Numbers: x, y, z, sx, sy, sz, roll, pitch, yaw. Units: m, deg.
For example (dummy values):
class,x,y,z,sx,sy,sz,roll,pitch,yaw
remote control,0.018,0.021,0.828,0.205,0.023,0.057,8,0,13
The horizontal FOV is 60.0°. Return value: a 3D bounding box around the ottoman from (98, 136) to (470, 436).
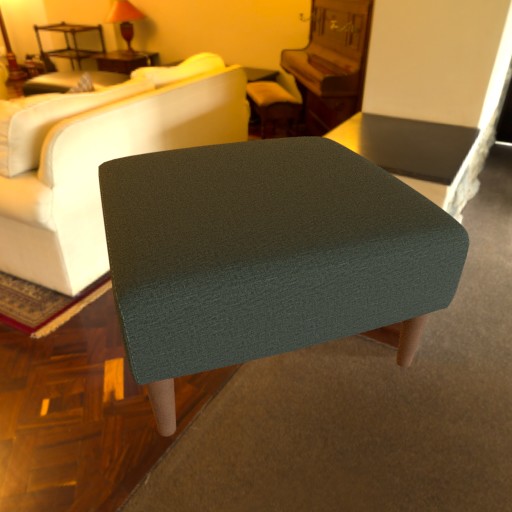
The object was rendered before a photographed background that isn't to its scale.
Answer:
class,x,y,z,sx,sy,sz,roll,pitch,yaw
ottoman,0.000,0.000,1.059,0.650,0.398,0.649,-11,34,-16
